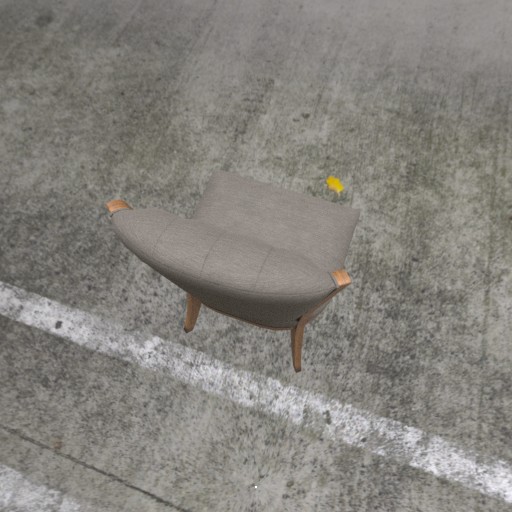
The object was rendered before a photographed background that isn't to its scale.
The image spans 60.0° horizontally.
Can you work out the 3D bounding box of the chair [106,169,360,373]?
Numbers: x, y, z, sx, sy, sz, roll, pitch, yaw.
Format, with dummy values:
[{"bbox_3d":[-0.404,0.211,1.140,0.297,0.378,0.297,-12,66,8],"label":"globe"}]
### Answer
[{"bbox_3d":[0.000,0.000,1.282,0.513,0.905,0.584,18,64,9],"label":"chair"}]
